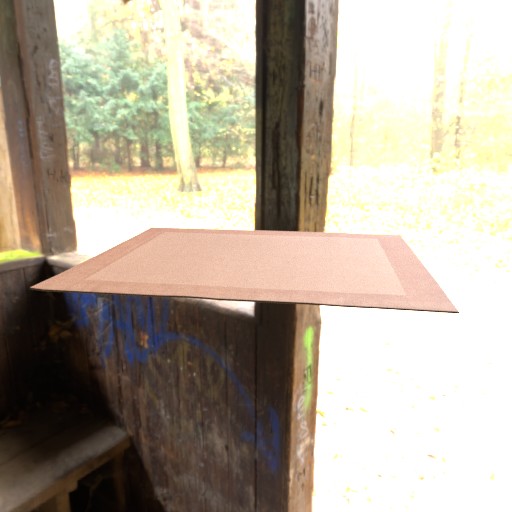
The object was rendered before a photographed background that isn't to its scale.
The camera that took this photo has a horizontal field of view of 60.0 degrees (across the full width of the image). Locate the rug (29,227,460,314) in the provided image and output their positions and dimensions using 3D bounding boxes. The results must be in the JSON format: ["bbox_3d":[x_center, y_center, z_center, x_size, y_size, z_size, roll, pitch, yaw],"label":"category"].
[{"bbox_3d":[0.000,0.000,4.247,3.057,0.021,2.431,2,15,8],"label":"rug"}]
